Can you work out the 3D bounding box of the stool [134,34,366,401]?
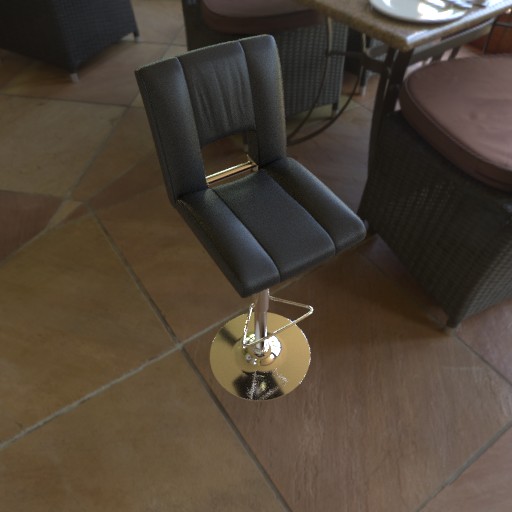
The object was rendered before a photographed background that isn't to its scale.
[{"bbox_3d":[0.000,0.000,1.419,0.415,1.151,0.520,-25,53,-20],"label":"stool"}]
